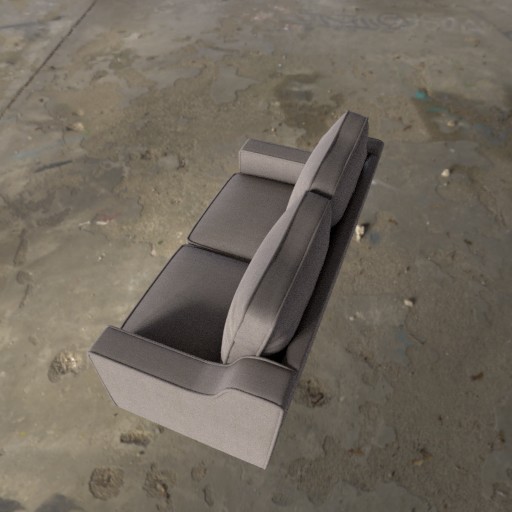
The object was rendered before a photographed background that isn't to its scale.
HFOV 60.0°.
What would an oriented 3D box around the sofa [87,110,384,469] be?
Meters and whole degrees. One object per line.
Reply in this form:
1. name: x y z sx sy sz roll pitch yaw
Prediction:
1. sofa: 0.000 0.000 2.035 0.791 0.948 1.500 17 49 15
